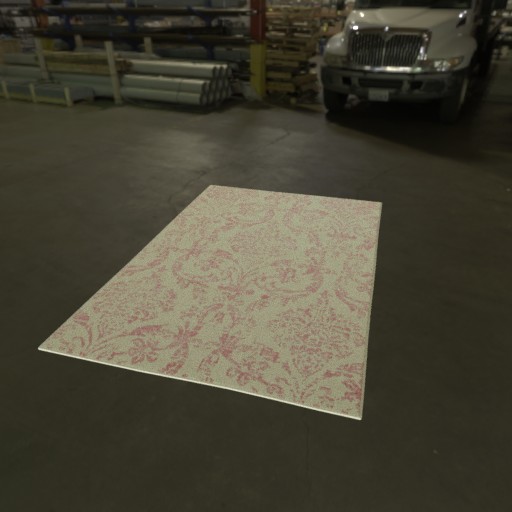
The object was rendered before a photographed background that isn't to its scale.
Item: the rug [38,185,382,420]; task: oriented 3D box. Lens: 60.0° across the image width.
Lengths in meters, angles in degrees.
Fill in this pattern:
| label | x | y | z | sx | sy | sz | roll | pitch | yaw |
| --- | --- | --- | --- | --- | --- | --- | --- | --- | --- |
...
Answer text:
| label | x | y | z | sx | sy | sz | roll | pitch | yaw |
| --- | --- | --- | --- | --- | --- | --- | --- | --- | --- |
| rug | 0.000 | 0.000 | 2.319 | 1.219 | 0.012 | 1.839 | 8 | 30 | 14 |
